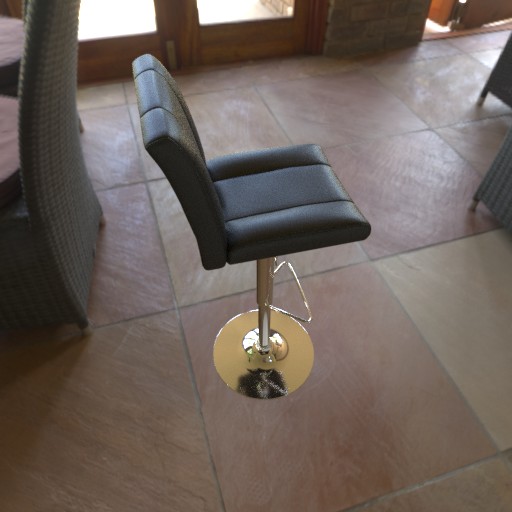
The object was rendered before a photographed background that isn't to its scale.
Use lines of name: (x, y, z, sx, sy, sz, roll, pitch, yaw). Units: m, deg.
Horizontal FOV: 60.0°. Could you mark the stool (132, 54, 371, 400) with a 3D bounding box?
stool: (0.000, 0.000, 1.380, 0.520, 1.151, 0.415, -11, 47, -10)
